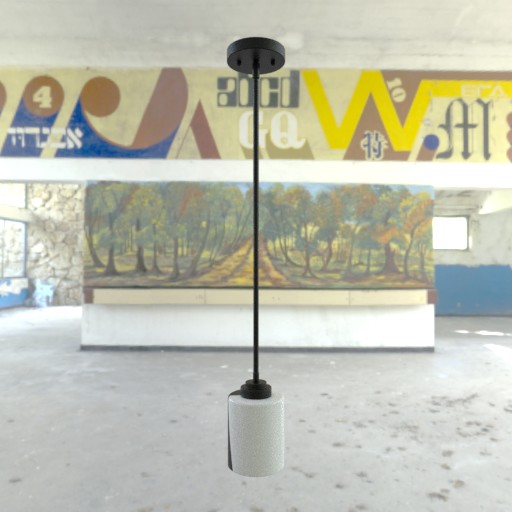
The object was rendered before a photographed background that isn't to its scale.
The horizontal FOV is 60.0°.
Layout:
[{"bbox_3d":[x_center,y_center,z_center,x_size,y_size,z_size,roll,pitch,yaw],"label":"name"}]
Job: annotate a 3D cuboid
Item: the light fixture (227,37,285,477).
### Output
[{"bbox_3d":[0.000,0.000,0.929,0.123,0.863,0.123,0,-1,1],"label":"light fixture"}]
